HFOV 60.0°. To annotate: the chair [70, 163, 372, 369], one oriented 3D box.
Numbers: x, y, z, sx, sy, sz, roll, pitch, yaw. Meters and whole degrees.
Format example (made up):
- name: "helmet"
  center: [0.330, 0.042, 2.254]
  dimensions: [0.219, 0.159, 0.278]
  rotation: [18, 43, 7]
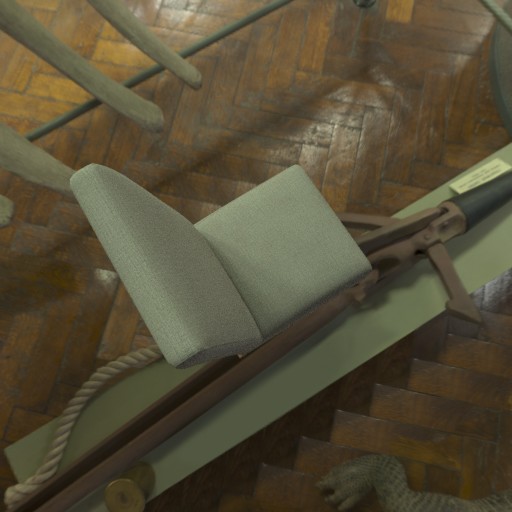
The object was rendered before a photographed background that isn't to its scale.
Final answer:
- name: "chair"
  center: [0.000, 0.000, 1.338]
  dimensions: [0.611, 1.033, 0.450]
  rotation: [-31, 77, -8]
